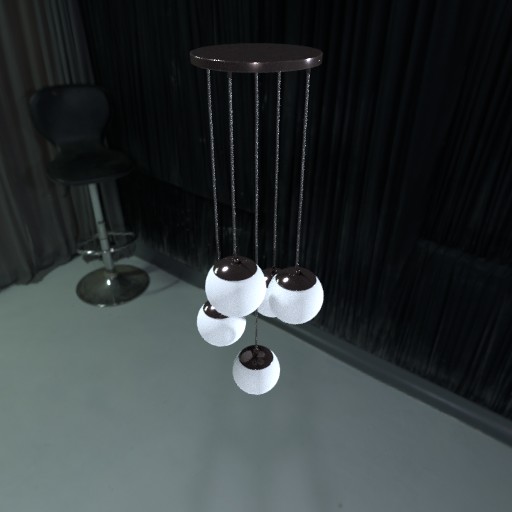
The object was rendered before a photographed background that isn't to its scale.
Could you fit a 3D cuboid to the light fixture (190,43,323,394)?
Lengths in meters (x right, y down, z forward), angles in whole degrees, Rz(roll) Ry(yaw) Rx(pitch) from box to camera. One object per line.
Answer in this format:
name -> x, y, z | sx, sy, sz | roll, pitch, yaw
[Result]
light fixture -> 0.000, 0.000, 1.503 | 0.484, 1.271, 0.489 | 21, 38, 30
